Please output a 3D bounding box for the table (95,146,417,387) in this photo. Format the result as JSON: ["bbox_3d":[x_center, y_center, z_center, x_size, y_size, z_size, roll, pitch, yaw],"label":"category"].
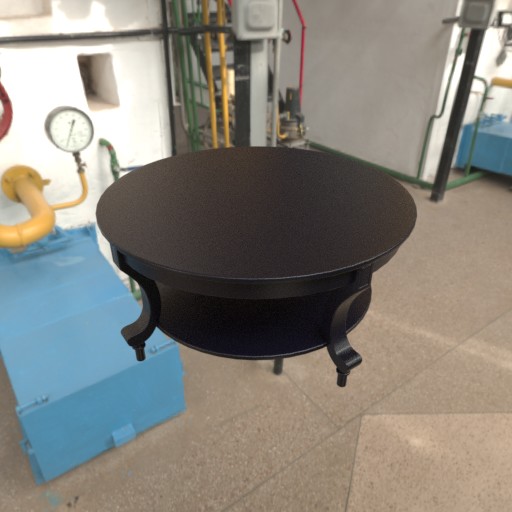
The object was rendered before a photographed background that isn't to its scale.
[{"bbox_3d":[0.000,0.000,1.602,1.029,0.491,1.029,0,31,0],"label":"table"}]
